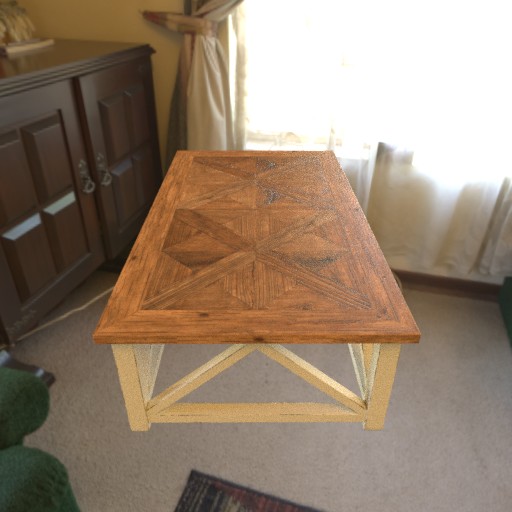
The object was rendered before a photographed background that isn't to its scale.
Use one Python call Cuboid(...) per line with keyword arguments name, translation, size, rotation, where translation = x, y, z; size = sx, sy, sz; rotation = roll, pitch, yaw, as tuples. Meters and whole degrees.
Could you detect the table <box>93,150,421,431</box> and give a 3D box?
Cuboid(name="table", translation=(0.000, 0.000, 1.780), size=(0.800, 0.410, 1.400), rotation=(0, 32, 0))
